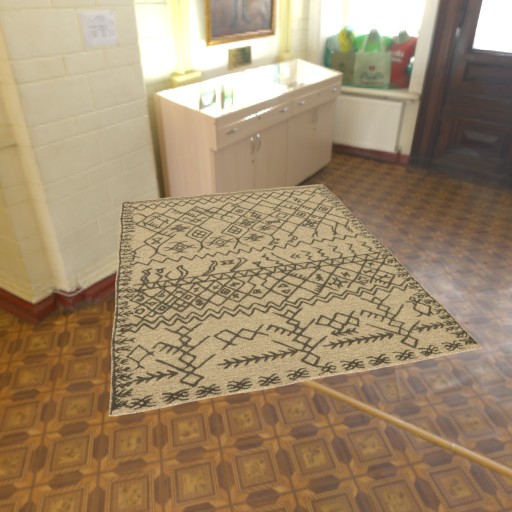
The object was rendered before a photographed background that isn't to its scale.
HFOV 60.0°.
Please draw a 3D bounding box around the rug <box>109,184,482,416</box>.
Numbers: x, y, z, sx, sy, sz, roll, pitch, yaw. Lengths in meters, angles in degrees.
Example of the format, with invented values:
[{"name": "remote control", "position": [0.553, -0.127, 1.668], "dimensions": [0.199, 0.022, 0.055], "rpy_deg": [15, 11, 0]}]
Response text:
[{"name": "rug", "position": [0.000, 0.000, 3.220], "dimensions": [1.964, 0.025, 2.455], "rpy_deg": [-7, 32, -11]}]
